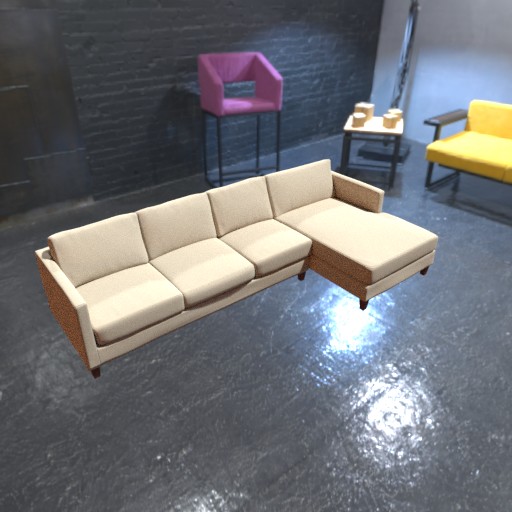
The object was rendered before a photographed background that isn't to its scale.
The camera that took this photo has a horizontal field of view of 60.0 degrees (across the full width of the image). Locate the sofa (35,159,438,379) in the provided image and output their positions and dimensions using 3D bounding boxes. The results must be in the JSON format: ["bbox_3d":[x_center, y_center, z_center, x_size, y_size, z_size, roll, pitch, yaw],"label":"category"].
[{"bbox_3d":[0.000,0.000,3.894,3.186,0.861,1.625,-22,37,-32],"label":"sofa"}]
